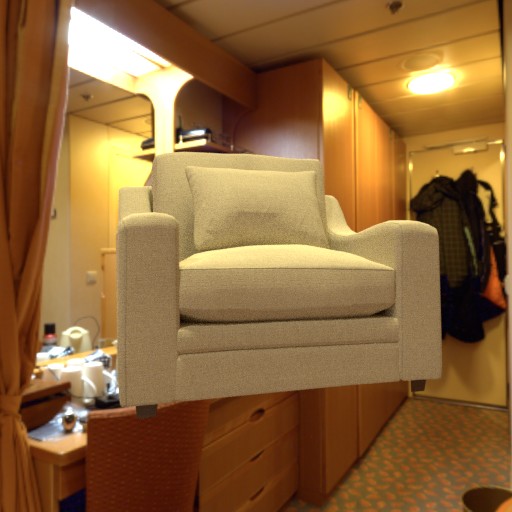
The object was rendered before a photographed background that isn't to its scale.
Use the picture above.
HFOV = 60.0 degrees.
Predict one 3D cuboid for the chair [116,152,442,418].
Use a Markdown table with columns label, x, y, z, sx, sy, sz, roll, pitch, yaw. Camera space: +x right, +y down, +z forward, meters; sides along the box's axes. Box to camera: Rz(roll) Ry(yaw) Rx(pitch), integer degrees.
| label | x | y | z | sx | sy | sz | roll | pitch | yaw |
| --- | --- | --- | --- | --- | --- | --- | --- | --- | --- |
| chair | 0.000 | 0.000 | 1.953 | 1.178 | 1.016 | 1.009 | 0 | -1 | -16 |
